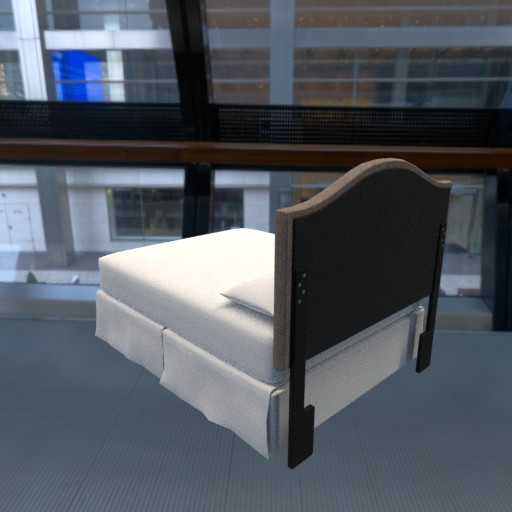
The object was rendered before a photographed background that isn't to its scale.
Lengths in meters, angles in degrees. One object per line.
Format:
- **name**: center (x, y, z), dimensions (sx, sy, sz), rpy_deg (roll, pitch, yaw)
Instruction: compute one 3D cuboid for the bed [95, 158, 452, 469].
- **bed**: center (0.000, 0.000, 3.305), dimensions (1.713, 1.518, 2.153), rpy_deg (-15, 22, -41)
